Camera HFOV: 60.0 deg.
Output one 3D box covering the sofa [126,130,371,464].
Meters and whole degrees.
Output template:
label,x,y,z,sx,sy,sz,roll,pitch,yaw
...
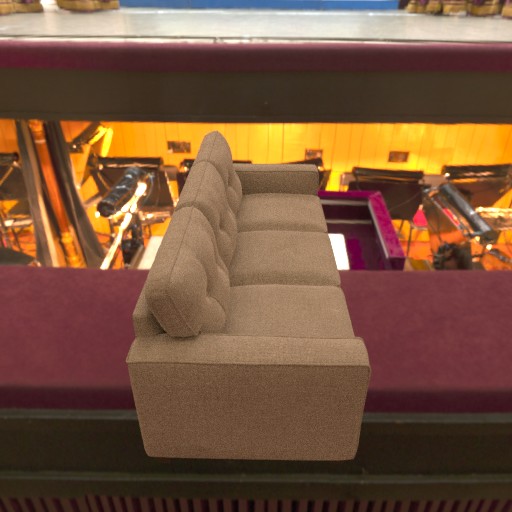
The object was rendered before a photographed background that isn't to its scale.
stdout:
label,x,y,z,sx,sy,sz,roll,pitch,yaw
sofa,0.000,0.000,2.614,0.939,0.965,2.133,1,32,1
